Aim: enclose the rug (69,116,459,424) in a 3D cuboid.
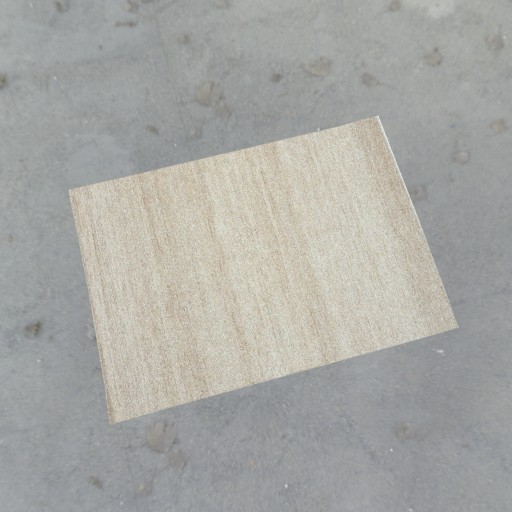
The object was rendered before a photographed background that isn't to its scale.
[{"bbox_3d":[0.000,0.000,2.963,2.283,0.030,1.596,-14,76,-4],"label":"rug"}]
